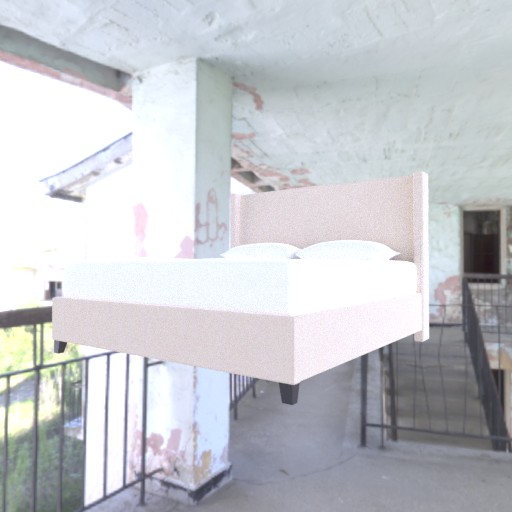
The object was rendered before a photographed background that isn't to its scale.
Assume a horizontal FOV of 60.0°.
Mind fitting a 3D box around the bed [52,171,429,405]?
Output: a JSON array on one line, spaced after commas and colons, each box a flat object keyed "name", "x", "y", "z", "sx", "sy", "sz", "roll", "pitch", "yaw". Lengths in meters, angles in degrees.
[{"name": "bed", "x": 0.000, "y": 0.000, "z": 3.644, "sx": 2.145, "sy": 1.471, "sz": 2.293, "roll": -1, "pitch": -1, "yaw": 36}]
